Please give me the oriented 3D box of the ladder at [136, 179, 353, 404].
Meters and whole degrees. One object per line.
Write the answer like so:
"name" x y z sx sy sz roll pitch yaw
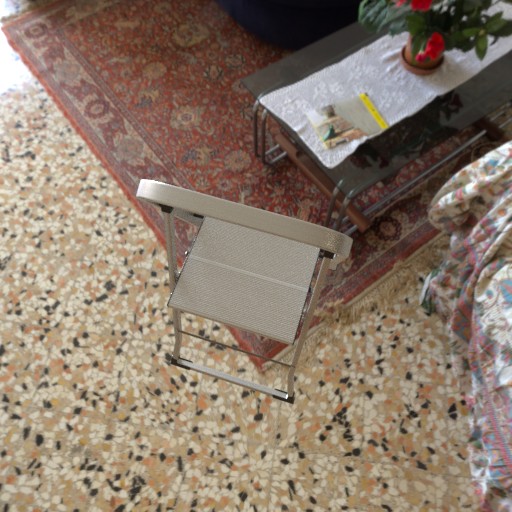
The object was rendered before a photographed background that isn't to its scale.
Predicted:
"ladder" 0.000 0.000 1.146 0.465 0.830 0.530 16 65 8
